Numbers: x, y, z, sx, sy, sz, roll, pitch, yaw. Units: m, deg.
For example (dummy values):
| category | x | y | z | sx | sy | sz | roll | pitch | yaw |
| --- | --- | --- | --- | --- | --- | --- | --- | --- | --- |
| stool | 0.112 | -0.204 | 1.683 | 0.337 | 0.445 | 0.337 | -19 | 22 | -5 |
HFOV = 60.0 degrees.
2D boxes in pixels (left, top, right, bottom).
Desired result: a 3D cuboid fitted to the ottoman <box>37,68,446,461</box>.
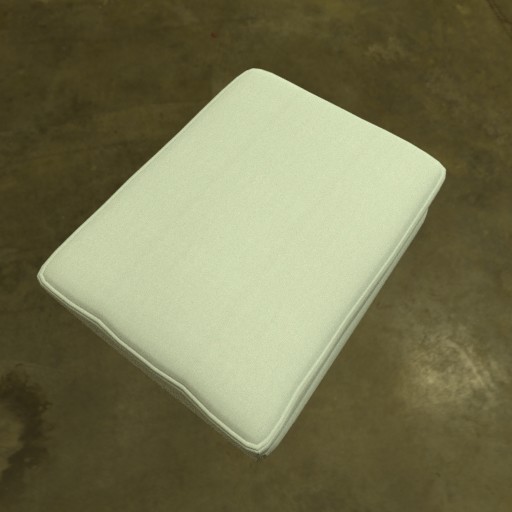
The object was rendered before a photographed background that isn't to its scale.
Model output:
| category | x | y | z | sx | sy | sz | roll | pitch | yaw |
| --- | --- | --- | --- | --- | --- | --- | --- | --- | --- |
| ottoman | 0.000 | 0.000 | 1.190 | 0.634 | 0.496 | 0.818 | 33 | 68 | 15 |
